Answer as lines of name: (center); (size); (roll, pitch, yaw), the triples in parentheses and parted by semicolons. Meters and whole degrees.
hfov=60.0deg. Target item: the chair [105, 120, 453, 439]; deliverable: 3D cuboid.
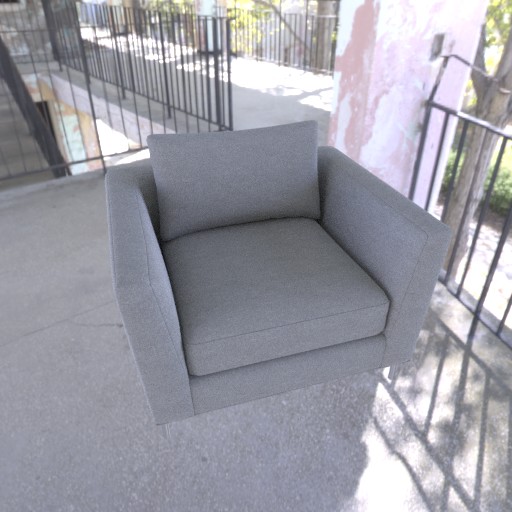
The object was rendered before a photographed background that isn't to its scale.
chair: (0.000, 0.000, 1.735); (1.041, 0.864, 0.889); (-10, 33, -15)
